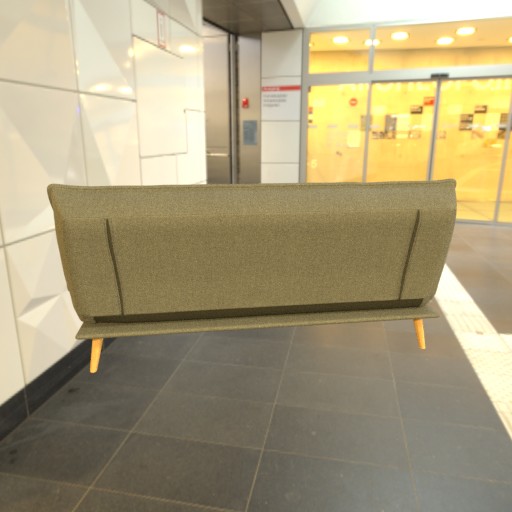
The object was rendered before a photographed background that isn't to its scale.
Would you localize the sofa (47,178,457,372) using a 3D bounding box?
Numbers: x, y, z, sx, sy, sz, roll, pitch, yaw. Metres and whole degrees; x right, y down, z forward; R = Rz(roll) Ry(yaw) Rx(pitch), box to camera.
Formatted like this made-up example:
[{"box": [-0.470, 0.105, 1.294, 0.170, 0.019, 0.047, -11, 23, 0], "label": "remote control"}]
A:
[{"box": [0.000, 0.000, 2.471, 1.940, 0.890, 0.950, -2, 15, -8], "label": "sofa"}]
